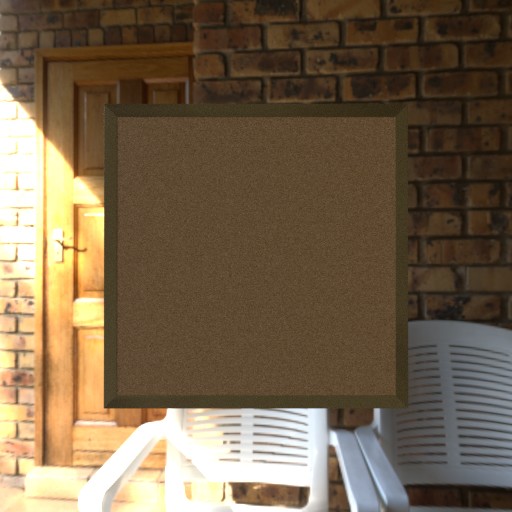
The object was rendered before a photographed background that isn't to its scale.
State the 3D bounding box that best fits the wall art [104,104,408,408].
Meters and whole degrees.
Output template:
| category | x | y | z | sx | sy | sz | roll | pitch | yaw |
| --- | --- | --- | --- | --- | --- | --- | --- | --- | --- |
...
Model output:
| category | x | y | z | sx | sy | sz | roll | pitch | yaw |
| --- | --- | --- | --- | --- | --- | --- | --- | --- | --- |
| wall art | 0.000 | 0.000 | 0.758 | 0.507 | 0.508 | 0.038 | 0 | 0 | 0 |
